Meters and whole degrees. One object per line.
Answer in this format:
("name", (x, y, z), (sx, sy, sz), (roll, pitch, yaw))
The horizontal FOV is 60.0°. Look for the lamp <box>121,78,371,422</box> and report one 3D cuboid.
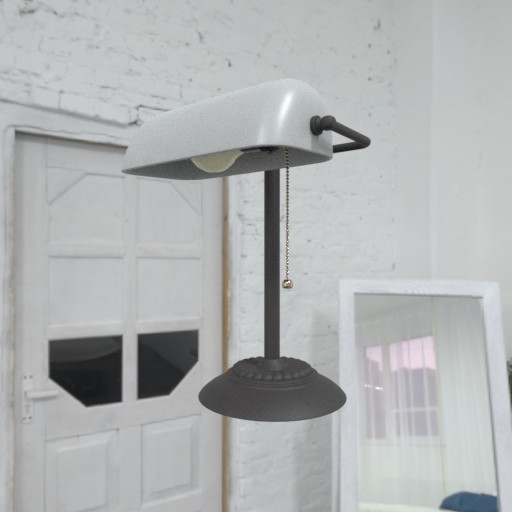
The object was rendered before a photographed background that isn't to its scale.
("lamp", (0.000, 0.000, 0.516), (0.264, 0.339, 0.243), (0, 1, 38))
